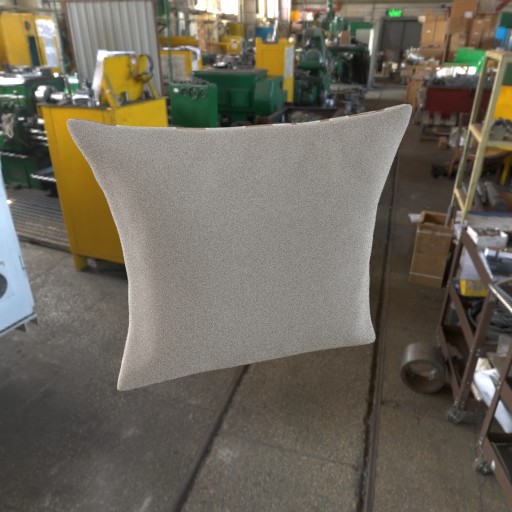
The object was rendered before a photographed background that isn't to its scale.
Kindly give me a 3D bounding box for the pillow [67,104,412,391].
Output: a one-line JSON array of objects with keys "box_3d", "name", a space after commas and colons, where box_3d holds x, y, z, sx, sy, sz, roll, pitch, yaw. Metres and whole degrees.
[{"box_3d": [0.000, 0.000, 0.802, 0.552, 0.508, 0.166, -7, 28, -14], "name": "pillow"}]
